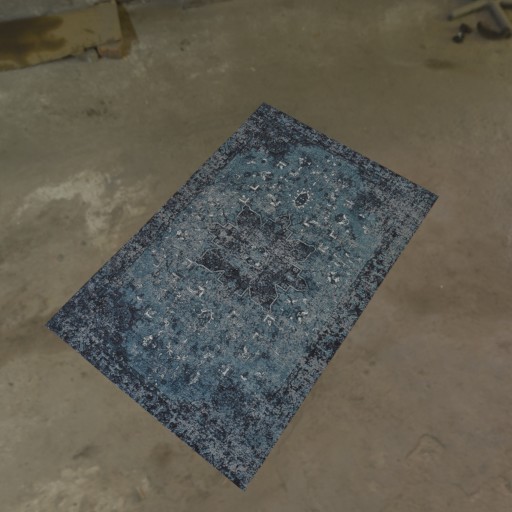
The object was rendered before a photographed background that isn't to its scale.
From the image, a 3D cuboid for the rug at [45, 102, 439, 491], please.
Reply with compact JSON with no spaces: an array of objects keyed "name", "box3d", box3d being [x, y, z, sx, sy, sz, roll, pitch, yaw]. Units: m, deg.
[{"name":"rug","box3d":[0.000,0.000,2.329,1.219,0.005,1.828,33,68,15]}]
